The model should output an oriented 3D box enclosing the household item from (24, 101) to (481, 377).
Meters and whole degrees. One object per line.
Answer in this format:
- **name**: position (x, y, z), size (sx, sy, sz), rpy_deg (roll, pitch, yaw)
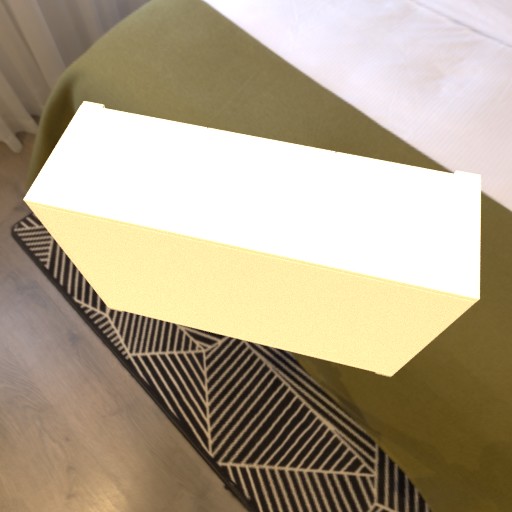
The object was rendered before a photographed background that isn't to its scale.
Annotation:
- **household item**: position (0.000, 0.000, 1.702), size (1.300, 0.867, 0.420), rpy_deg (12, 62, 7)
